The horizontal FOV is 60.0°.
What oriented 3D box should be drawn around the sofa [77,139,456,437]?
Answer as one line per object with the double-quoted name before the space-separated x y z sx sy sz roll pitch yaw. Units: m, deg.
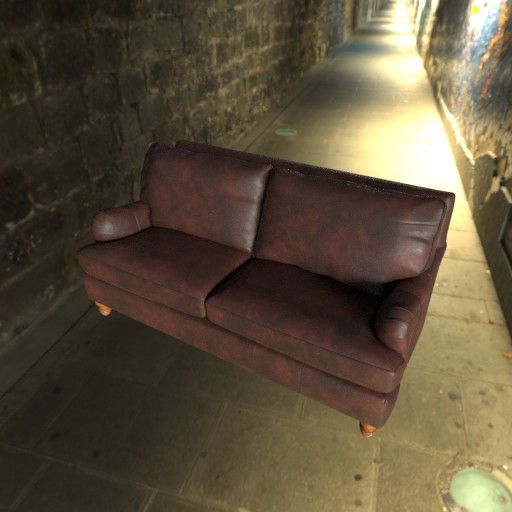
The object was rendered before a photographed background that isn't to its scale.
"sofa" 0.000 0.000 2.829 2.144 1.071 1.147 17 35 26
